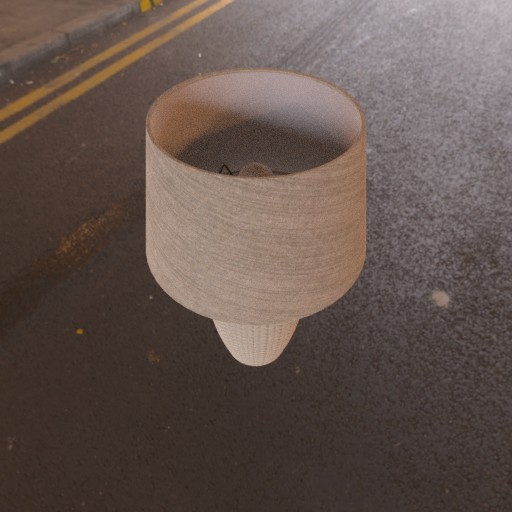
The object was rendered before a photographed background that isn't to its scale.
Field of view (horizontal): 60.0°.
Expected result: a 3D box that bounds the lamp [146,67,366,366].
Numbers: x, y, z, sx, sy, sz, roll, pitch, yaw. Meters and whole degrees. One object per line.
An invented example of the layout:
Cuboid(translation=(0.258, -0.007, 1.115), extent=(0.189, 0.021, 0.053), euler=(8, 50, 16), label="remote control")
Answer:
Cuboid(translation=(0.000, 0.000, 0.835), extent=(0.390, 0.580, 0.390), euler=(0, 46, 0), label="lamp")
